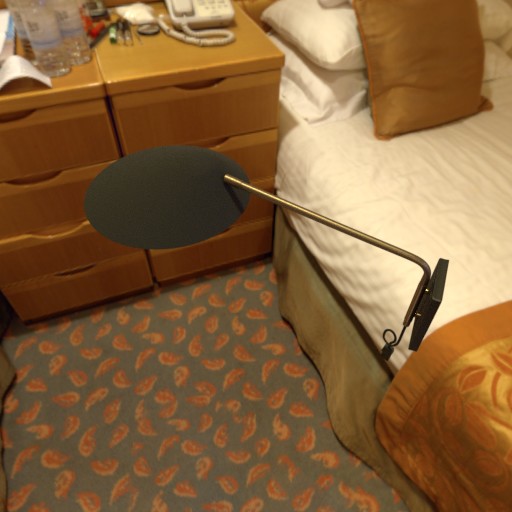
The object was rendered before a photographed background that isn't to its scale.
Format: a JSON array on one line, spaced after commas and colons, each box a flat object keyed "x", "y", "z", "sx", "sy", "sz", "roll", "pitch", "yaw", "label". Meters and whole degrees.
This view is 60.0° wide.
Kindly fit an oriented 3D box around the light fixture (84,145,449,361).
[{"x": 0.000, "y": 0.000, "z": 0.669, "sx": 0.516, "sy": 0.312, "sz": 0.240, "roll": 17, "pitch": 49, "yaw": 16, "label": "light fixture"}]
